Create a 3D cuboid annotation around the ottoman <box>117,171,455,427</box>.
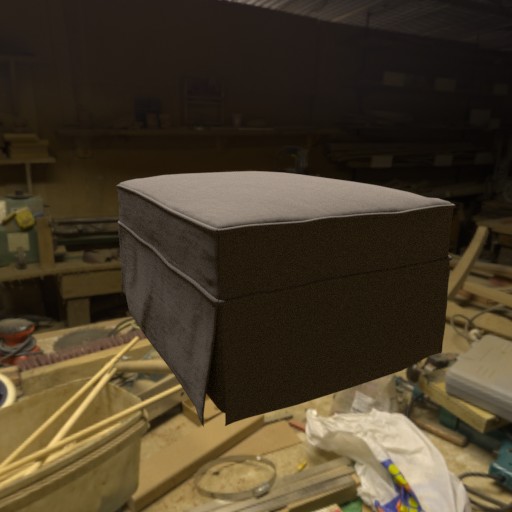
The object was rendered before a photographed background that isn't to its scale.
[{"bbox_3d":[0.000,0.000,1.356,0.703,0.479,0.944,-8,17,-27],"label":"ottoman"}]
